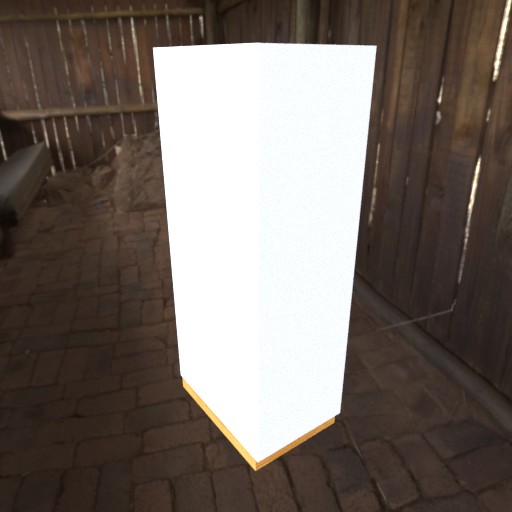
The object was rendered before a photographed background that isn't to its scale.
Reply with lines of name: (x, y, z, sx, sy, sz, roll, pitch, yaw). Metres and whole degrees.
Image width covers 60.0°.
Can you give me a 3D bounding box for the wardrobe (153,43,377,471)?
wardrobe: (0.000, 0.000, 2.391, 0.600, 2.040, 0.860, -16, 29, -32)
